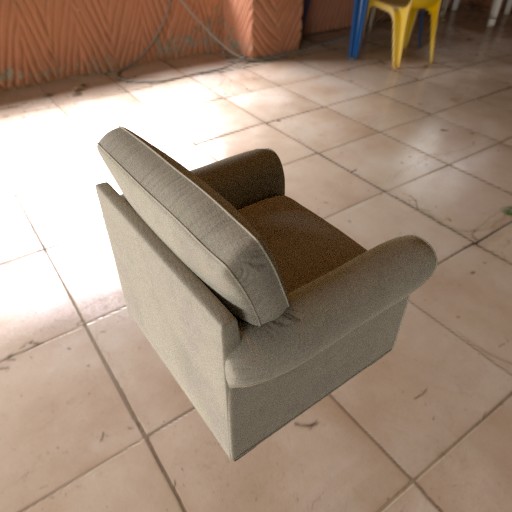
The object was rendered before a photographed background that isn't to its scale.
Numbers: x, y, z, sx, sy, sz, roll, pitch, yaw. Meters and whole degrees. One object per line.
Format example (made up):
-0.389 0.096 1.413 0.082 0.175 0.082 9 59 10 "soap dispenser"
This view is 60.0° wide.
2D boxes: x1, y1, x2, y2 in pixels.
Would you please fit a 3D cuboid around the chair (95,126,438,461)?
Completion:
0.000 0.000 1.898 0.939 1.044 1.147 -25 45 -27 "chair"
